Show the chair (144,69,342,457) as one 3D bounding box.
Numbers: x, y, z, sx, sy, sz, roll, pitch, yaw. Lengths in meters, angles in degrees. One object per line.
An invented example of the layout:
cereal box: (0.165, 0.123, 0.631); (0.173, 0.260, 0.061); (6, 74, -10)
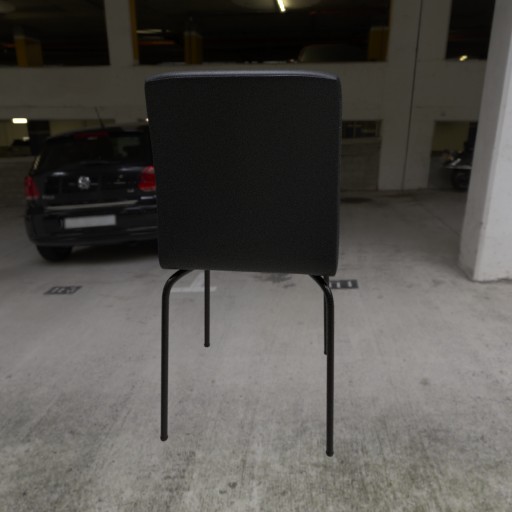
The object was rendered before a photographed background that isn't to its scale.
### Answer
chair: (0.000, 0.000, 1.185); (0.450, 0.872, 0.572); (2, 17, 7)
